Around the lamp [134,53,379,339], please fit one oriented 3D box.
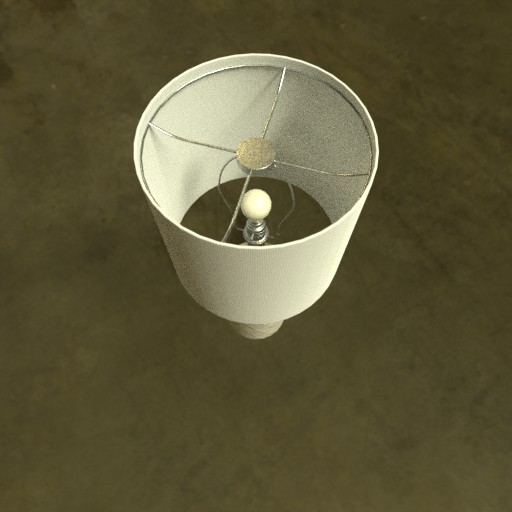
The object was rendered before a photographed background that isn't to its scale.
[{"bbox_3d":[0.000,0.000,0.583,0.207,0.461,0.207,14,66,7],"label":"lamp"}]
